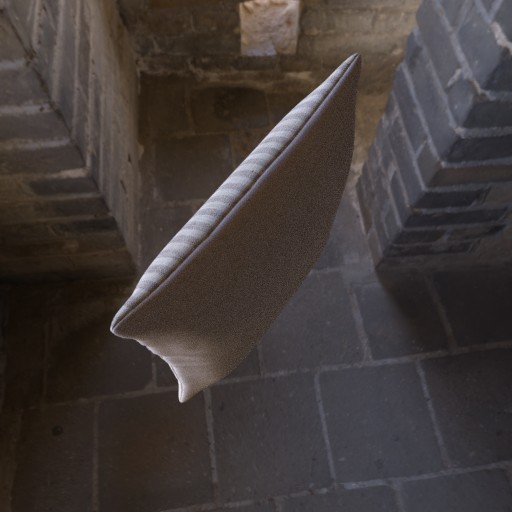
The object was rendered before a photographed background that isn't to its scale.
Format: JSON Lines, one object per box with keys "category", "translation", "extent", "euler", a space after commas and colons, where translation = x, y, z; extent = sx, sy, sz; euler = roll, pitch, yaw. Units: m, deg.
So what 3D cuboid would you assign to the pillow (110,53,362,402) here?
{"category": "pillow", "translation": [0.000, 0.000, 0.778], "extent": [0.166, 0.510, 0.523], "euler": [33, 67, 15]}
